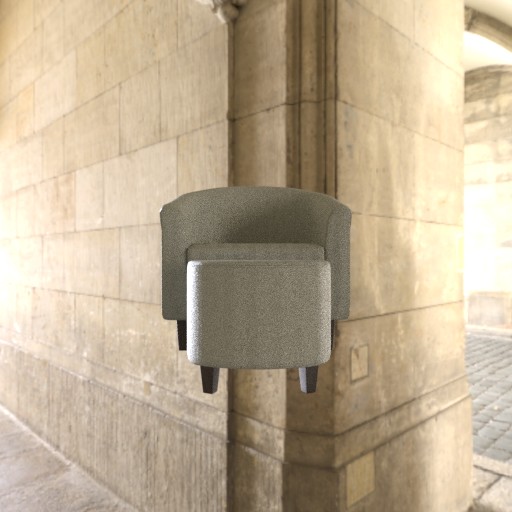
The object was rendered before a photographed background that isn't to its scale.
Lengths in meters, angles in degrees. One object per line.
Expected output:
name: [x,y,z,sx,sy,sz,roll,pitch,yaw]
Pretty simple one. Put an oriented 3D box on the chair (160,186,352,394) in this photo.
chair: [0.000,0.000,1.770,0.756,0.757,1.288,0,0,-1]
